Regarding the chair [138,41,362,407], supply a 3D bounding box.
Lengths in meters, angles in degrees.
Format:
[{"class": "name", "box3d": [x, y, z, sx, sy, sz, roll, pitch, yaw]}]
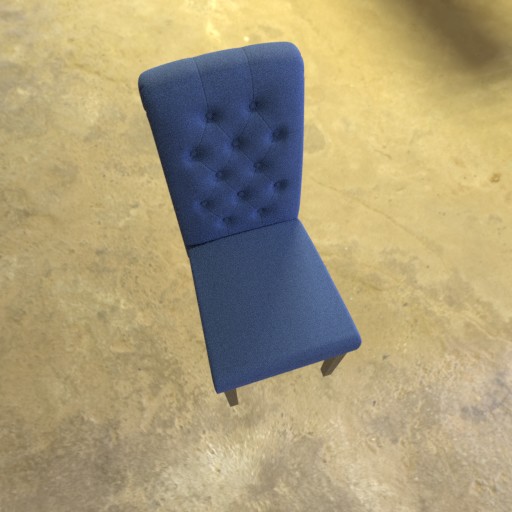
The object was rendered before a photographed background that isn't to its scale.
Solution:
[{"class": "chair", "box3d": [0.000, 0.000, 1.369, 0.456, 1.006, 0.671, -15, 63, -8]}]
